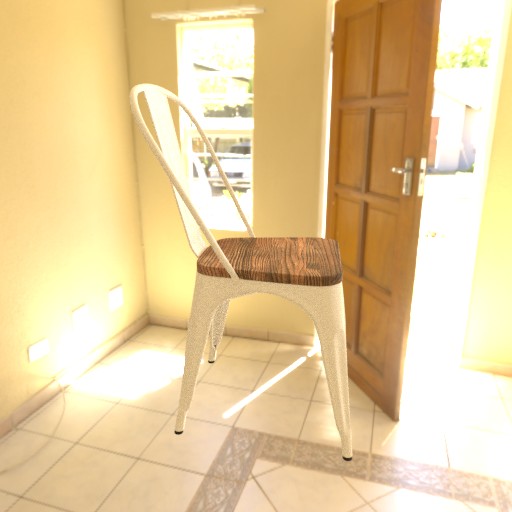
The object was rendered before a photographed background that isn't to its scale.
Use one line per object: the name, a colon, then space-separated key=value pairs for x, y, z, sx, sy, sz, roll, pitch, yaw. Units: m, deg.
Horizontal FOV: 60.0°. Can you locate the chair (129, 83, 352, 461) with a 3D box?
chair: x=0.000 y=0.000 z=1.167 sx=0.521 sy=0.851 sz=0.452 roll=2 pitch=16 yaw=8
